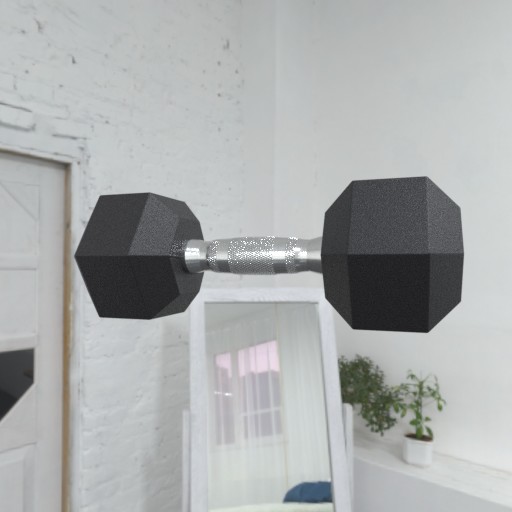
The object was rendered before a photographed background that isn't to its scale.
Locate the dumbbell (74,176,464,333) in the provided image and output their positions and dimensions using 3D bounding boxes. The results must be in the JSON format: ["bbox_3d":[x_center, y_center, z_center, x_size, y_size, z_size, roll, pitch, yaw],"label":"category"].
[{"bbox_3d":[0.000,0.000,0.428,0.356,0.123,0.141,0,-1,19],"label":"dumbbell"}]
